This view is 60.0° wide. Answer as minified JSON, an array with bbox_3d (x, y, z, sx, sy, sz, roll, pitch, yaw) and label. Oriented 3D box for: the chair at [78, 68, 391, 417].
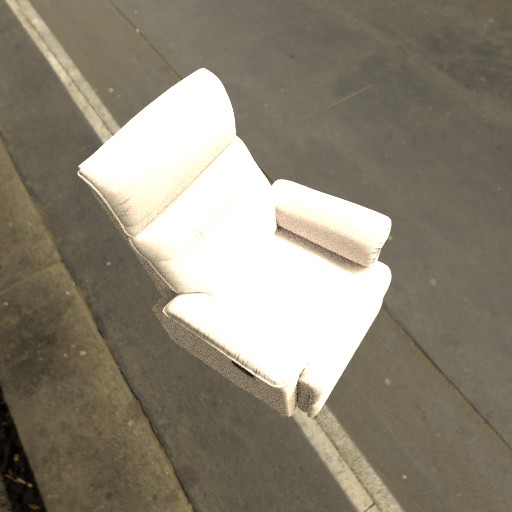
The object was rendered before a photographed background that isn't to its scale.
[{"bbox_3d":[0.000,0.000,1.749,1.001,1.039,0.820,30,63,18],"label":"chair"}]
